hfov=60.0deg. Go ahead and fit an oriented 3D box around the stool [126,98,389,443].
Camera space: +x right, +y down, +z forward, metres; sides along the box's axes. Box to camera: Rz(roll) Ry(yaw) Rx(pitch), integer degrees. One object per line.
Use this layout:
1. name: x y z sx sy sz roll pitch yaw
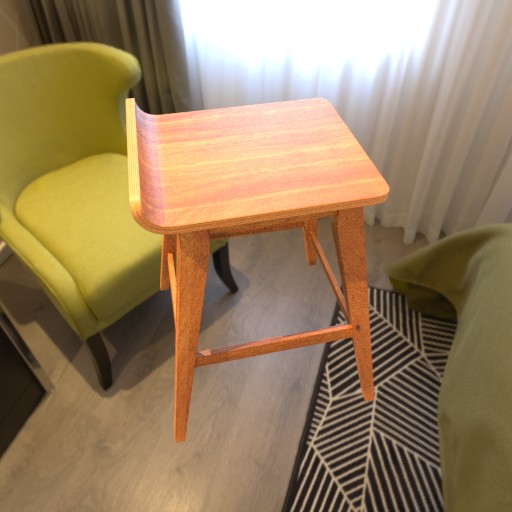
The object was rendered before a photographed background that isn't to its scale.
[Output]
1. stool: 0.000 0.000 1.015 0.500 0.650 0.500 -9 47 -9
